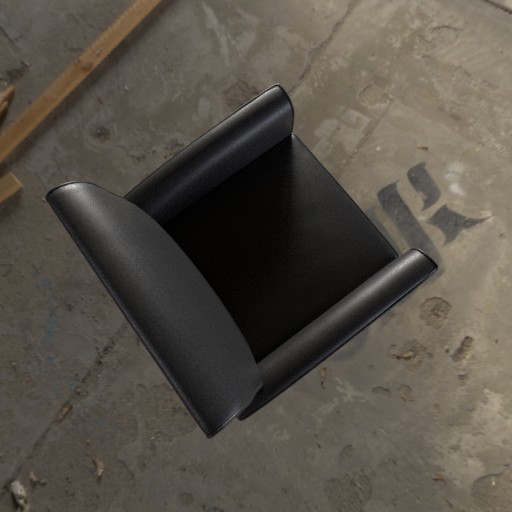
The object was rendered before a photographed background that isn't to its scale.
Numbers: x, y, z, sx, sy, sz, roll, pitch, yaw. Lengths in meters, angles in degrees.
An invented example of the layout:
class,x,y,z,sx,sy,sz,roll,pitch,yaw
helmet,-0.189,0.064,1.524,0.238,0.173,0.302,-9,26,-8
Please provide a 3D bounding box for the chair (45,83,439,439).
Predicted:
class,x,y,z,sx,sy,sz,roll,pitch,yaw
chair,0.000,0.000,1.544,0.819,0.916,0.820,-36,79,-8
